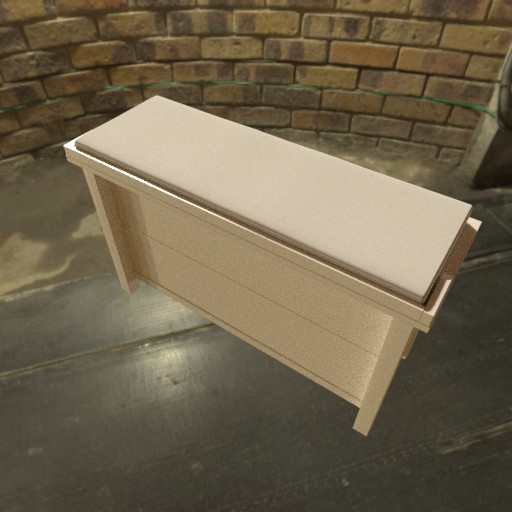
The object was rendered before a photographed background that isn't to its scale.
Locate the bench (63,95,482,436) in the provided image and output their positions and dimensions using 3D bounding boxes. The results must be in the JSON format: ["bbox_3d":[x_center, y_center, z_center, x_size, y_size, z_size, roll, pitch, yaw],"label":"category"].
[{"bbox_3d":[0.000,0.000,1.260,0.987,0.589,0.346,26,51,23],"label":"bench"}]
